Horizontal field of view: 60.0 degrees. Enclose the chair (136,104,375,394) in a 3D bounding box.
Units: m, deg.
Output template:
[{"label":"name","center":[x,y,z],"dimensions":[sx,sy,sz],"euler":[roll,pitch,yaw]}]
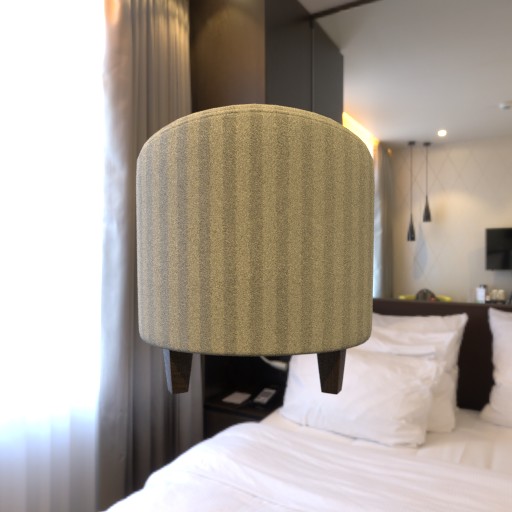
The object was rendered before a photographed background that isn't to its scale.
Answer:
[{"label":"chair","center":[0.000,0.000,1.721],"dimensions":[0.756,0.757,1.288],"euler":[0,0,0]}]
